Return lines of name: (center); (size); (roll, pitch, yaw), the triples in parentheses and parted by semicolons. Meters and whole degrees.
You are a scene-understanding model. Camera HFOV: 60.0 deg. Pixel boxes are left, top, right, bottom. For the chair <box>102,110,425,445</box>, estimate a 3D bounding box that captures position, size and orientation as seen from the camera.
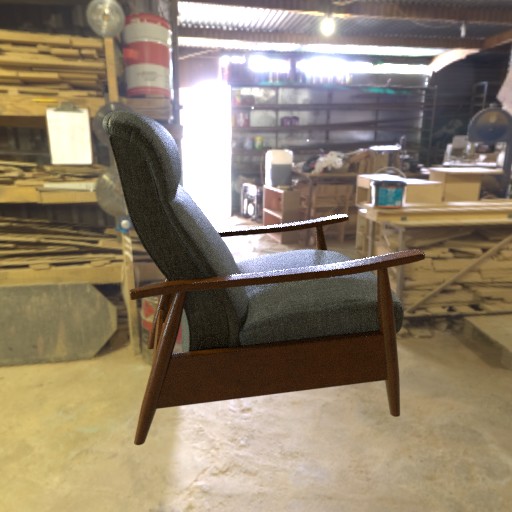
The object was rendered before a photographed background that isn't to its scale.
chair: (0.000, 0.000, 1.777); (1.030, 1.082, 0.762); (-3, 16, -9)
